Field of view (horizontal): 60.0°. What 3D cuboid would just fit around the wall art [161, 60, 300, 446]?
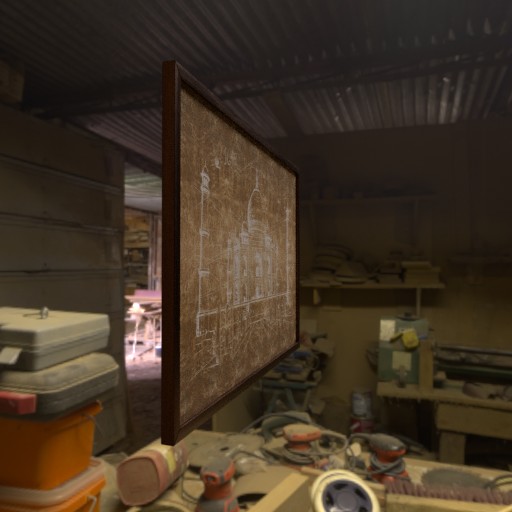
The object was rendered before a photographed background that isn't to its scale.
[{"bbox_3d":[0.000,0.000,0.554,0.012,0.304,0.431,0,-1,19],"label":"wall art"}]
